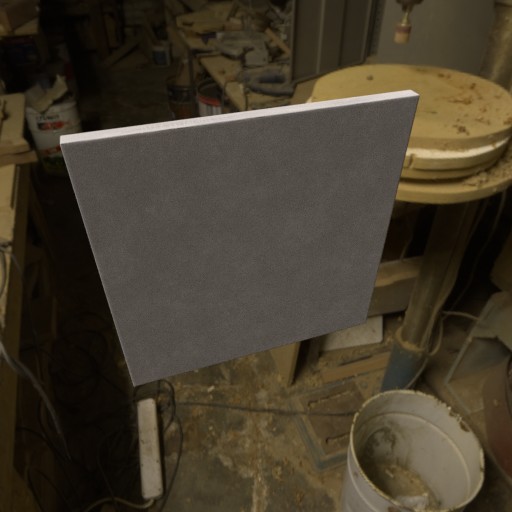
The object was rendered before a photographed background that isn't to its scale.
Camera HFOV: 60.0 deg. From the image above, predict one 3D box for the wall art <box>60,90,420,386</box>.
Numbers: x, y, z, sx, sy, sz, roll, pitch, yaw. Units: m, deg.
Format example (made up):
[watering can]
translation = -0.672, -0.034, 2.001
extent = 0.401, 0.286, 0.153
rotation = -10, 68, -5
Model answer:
[wall art]
translation = 0.000, 0.000, 0.459
extent = 0.303, 0.303, 0.015
rotation = -12, 41, -14
